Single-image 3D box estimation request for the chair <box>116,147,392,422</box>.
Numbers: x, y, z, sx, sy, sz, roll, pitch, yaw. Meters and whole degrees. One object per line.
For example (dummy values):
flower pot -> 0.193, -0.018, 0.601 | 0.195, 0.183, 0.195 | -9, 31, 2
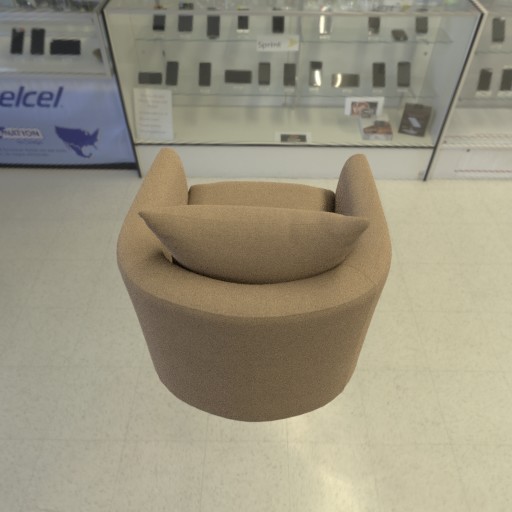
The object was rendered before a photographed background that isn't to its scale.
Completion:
chair -> 0.000, 0.000, 1.580 | 0.845, 0.848, 0.910 | 2, 47, 2
